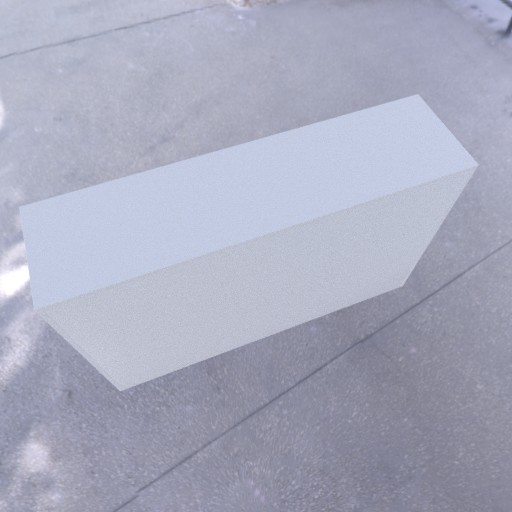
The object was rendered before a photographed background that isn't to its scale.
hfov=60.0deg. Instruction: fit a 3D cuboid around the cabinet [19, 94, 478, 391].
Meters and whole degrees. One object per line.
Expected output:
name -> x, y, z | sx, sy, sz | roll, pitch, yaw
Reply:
cabinet -> 0.000, 0.000, 1.824 | 1.450, 0.900, 0.380 | -19, 61, -11
